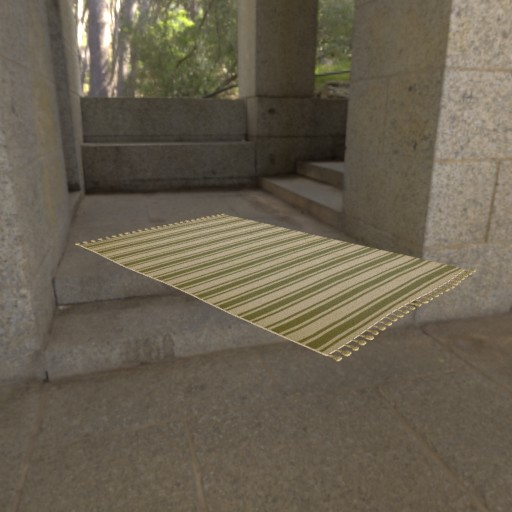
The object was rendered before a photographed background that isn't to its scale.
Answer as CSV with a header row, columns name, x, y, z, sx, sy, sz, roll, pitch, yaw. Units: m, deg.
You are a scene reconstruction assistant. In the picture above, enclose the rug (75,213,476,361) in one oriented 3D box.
name,x,y,z,sx,sy,sz,roll,pitch,yaw
rug,0.000,0.000,2.376,1.875,0.013,1.162,17,24,42
